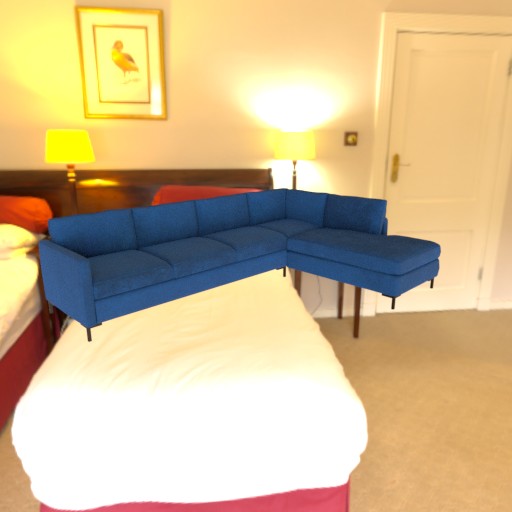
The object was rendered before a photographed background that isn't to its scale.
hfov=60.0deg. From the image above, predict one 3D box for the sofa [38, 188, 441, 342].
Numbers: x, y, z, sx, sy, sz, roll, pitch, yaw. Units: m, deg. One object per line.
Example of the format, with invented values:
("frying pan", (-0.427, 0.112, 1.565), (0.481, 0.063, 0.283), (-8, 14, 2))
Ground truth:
("sofa", (0.000, 0.000, 3.245), (2.486, 0.687, 1.707), (-15, 22, -42))
